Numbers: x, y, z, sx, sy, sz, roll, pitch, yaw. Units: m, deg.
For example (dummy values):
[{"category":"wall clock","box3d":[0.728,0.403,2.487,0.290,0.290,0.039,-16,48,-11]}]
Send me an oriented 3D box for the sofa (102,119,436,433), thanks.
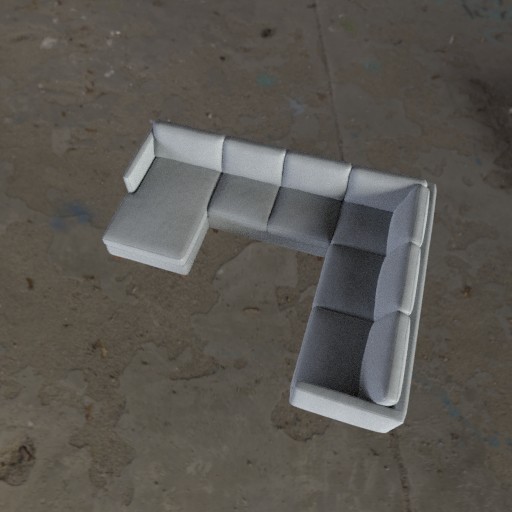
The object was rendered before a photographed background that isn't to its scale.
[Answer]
[{"category":"sofa","box3d":[0.000,0.000,4.526,3.238,0.853,2.551,15,61,9]}]
